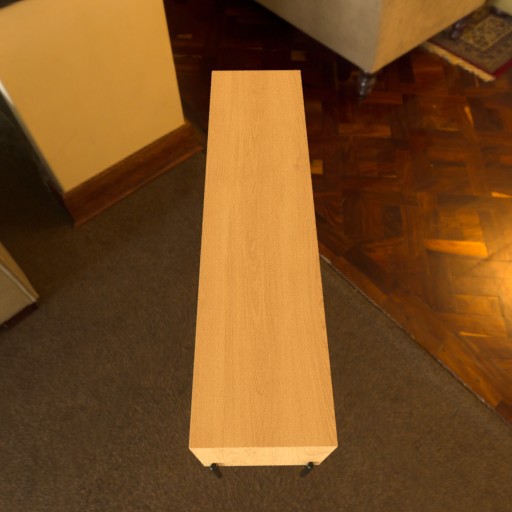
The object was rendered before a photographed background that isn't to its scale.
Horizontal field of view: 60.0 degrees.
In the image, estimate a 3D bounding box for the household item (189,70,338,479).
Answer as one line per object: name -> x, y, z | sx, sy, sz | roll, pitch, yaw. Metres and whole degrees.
household item -> 0.000, 0.000, 1.777 | 0.400, 0.600, 1.550 | -1, 59, 0
